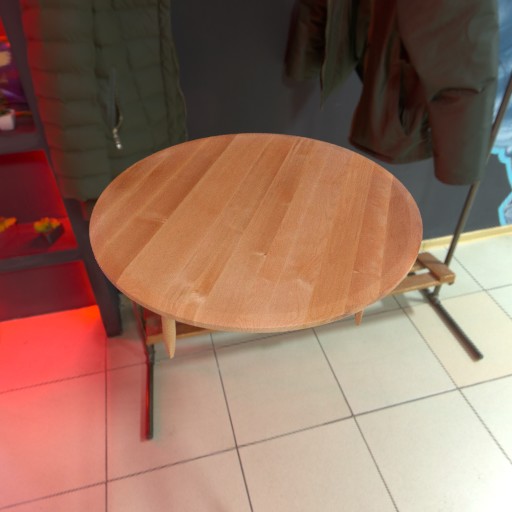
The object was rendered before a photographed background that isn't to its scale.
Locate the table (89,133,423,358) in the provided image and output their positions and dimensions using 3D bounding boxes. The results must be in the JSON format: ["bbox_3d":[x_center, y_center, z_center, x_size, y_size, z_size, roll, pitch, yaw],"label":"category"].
[{"bbox_3d":[0.000,0.000,1.370,0.900,0.400,0.900,0,41,0],"label":"table"}]
